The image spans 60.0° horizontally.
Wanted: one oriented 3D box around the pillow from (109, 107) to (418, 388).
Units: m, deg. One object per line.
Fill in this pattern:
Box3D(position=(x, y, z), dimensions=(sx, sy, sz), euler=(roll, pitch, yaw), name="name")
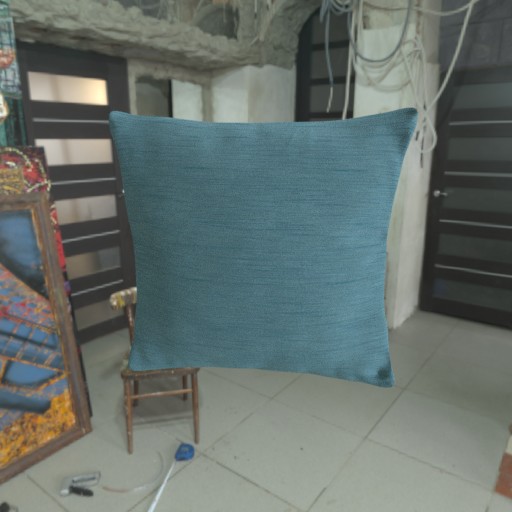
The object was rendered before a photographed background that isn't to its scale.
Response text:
Box3D(position=(0.000, 0.000, 0.657), dimensions=(0.433, 0.415, 0.151), euler=(2, 15, 7), name="pillow")
